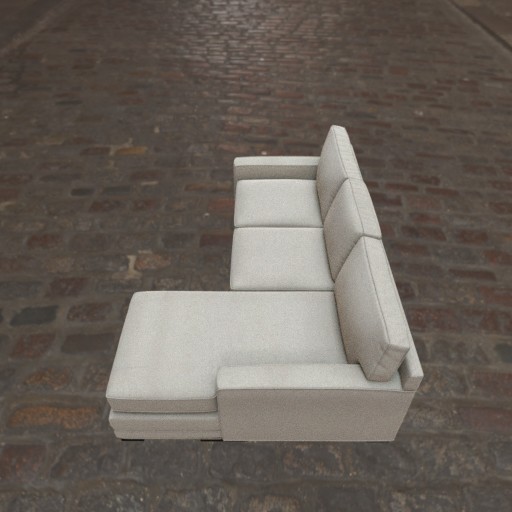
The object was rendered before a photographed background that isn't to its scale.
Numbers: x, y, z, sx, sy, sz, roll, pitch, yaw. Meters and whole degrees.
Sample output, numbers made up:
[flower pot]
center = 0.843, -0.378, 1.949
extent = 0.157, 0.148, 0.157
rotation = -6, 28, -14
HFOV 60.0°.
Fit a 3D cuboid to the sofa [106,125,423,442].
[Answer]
[sofa]
center = 0.000, 0.000, 2.878
extent = 1.496, 0.861, 2.087
rotation = 0, 43, 0
